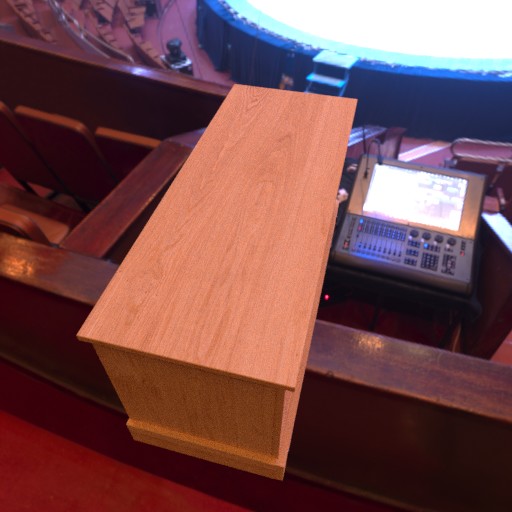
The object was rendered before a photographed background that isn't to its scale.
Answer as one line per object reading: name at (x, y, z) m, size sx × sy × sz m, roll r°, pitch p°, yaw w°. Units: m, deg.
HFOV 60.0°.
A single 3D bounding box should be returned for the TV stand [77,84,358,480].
TV stand at (0.000, 0.000, 1.379) m, size 0.440 × 0.550 × 1.080 m, roll 11°, pitch 48°, yaw 10°
